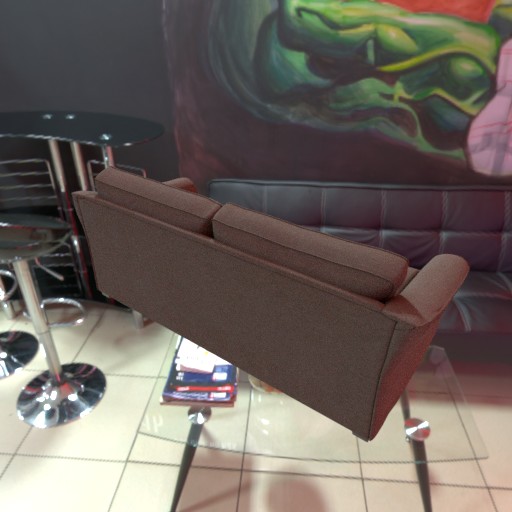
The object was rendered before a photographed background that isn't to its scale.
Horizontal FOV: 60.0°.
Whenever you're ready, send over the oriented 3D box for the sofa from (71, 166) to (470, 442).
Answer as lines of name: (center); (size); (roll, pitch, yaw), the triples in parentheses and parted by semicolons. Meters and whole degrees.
sofa: (0.000, 0.000, 2.705); (2.270, 0.906, 0.986); (21, 35, 32)
